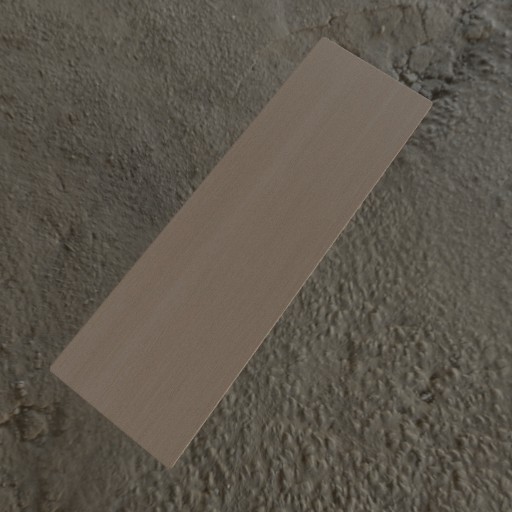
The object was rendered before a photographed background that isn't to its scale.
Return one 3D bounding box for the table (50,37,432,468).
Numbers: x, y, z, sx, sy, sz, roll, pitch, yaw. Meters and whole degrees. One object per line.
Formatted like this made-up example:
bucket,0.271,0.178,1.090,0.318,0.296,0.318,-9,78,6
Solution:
table,0.000,0.000,1.733,0.447,0.750,1.397,35,78,9
